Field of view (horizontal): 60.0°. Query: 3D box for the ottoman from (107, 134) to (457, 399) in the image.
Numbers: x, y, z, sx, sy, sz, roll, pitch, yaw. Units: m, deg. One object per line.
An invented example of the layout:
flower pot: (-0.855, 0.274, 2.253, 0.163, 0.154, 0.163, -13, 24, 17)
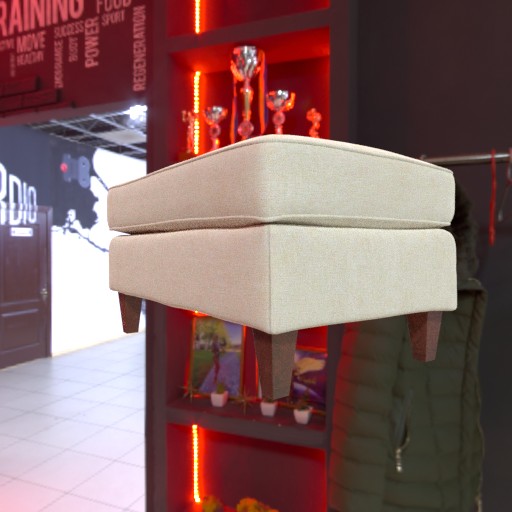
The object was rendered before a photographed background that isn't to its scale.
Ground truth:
ottoman: (0.000, 0.000, 1.218, 0.583, 0.484, 0.862, -1, 1, -36)
